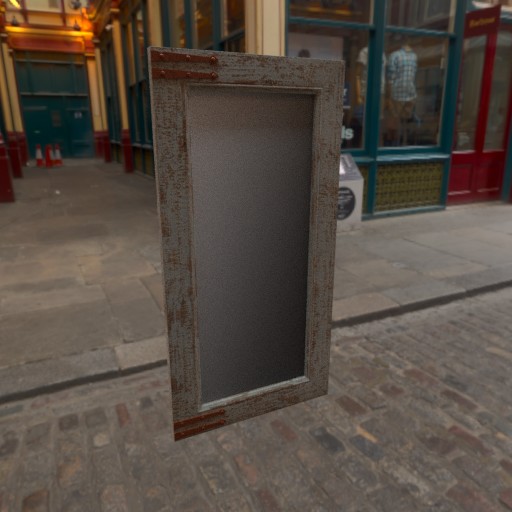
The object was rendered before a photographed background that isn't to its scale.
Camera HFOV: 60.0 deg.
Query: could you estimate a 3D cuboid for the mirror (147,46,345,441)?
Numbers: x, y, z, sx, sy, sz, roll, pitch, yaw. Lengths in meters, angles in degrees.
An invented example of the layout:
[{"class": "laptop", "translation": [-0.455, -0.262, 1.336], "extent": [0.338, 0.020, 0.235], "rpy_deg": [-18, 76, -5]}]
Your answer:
[{"class": "mirror", "translation": [0.000, 0.000, 1.106], "extent": [0.472, 0.922, 0.027], "rpy_deg": [-8, 18, -25]}]
